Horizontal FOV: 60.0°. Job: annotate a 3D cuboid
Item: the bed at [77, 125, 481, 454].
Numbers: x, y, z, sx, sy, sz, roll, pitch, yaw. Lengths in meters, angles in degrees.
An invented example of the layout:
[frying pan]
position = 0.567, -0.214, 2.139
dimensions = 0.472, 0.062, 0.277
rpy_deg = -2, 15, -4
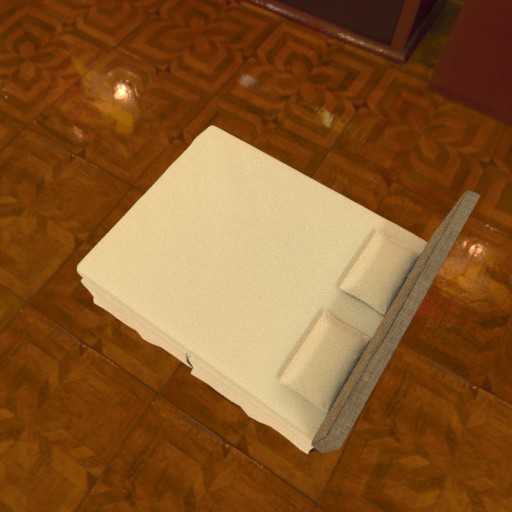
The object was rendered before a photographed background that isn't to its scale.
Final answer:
[bed]
position = 0.000, 0.000, 2.951
dimensions = 1.958, 1.168, 1.621
rpy_deg = 32, 68, 14
